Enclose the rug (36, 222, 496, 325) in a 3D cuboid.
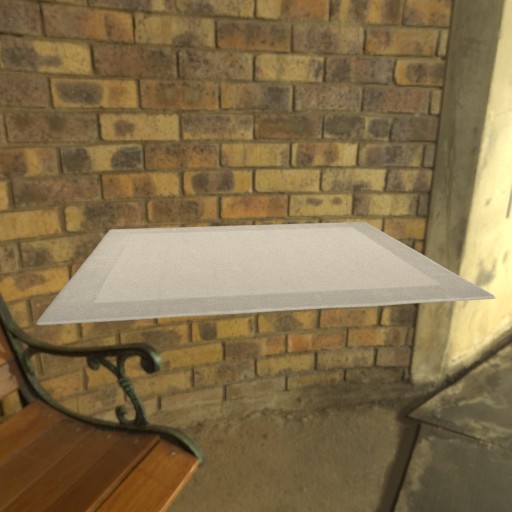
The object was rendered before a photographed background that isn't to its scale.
[{"bbox_3d":[0.000,0.000,3.964,2.976,0.018,2.430,-2,17,-8],"label":"rug"}]
